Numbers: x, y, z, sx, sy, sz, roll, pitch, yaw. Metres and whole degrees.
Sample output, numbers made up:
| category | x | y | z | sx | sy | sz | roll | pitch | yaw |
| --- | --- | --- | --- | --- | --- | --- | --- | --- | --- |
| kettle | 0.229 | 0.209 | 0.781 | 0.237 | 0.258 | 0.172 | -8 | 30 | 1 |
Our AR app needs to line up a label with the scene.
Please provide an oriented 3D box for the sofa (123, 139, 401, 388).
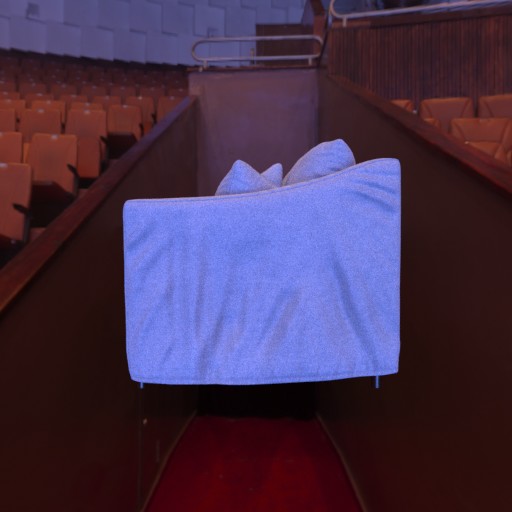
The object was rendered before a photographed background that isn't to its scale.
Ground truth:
| category | x | y | z | sx | sy | sz | roll | pitch | yaw |
| --- | --- | --- | --- | --- | --- | --- | --- | --- | --- |
| sofa | 0.000 | 0.000 | 2.625 | 1.072 | 1.018 | 2.010 | 0 | 0 | -1 |
